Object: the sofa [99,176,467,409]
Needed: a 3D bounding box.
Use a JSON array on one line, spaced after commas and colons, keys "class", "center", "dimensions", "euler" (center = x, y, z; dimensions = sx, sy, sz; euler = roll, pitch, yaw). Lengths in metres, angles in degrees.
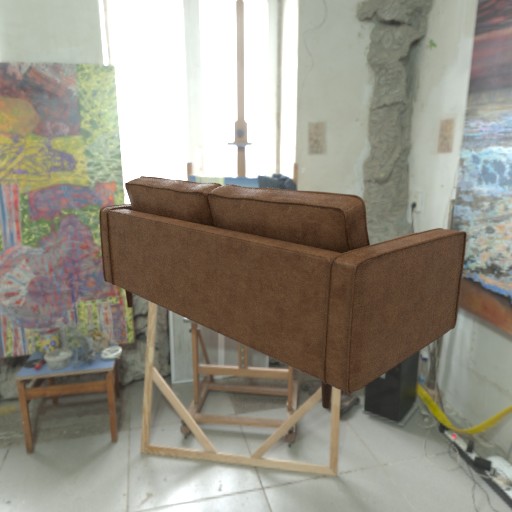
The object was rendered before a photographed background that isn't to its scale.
[{"class": "sofa", "center": [0.000, 0.000, 2.450], "dimensions": [0.924, 0.825, 1.920], "euler": [-13, 19, -42]}]
